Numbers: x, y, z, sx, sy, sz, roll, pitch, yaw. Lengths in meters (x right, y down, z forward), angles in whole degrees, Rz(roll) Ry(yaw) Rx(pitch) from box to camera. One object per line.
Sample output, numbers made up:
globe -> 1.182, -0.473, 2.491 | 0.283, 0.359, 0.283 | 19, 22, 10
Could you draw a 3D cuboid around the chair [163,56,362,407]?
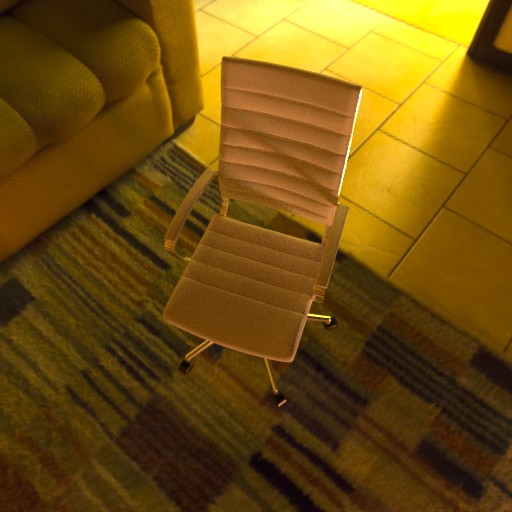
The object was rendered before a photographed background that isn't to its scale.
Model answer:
chair -> 0.000, 0.000, 1.654 | 0.766, 1.149, 0.739 | 17, 59, 10
